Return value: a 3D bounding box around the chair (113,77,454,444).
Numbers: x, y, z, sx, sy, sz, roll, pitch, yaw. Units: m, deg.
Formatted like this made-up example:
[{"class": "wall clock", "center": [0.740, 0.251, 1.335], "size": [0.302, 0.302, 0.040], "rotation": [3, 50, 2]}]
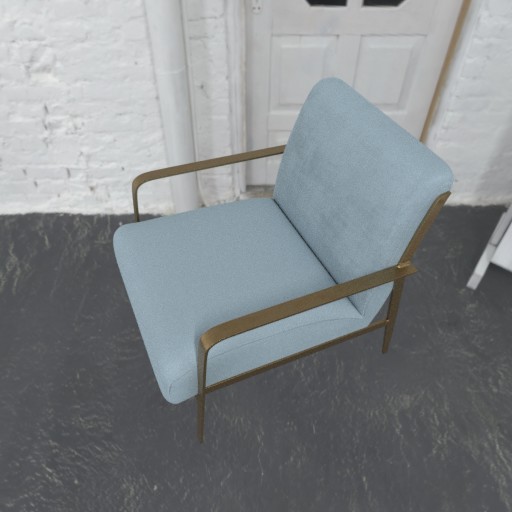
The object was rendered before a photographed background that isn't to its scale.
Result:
[{"class": "chair", "center": [0.000, 0.000, 1.455], "size": [0.842, 0.824, 0.701], "rotation": [-19, 50, -16]}]
